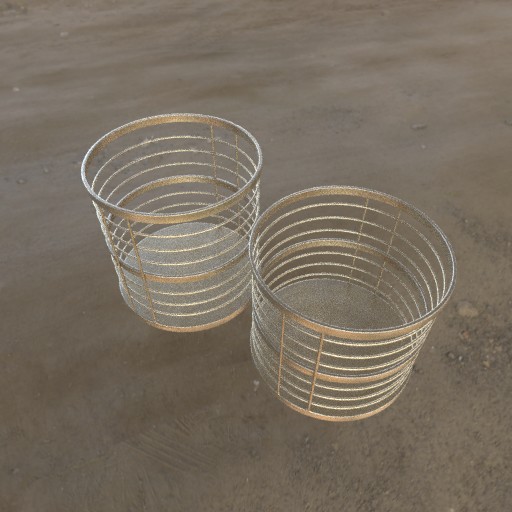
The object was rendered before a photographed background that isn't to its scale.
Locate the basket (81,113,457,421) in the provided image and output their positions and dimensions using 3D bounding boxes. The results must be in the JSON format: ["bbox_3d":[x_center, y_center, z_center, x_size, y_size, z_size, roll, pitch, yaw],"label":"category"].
[{"bbox_3d":[0.000,0.000,0.939,0.746,0.351,0.356,24,51,22],"label":"basket"}]
